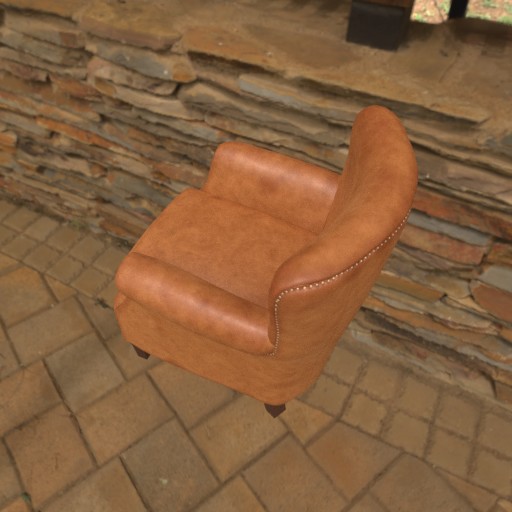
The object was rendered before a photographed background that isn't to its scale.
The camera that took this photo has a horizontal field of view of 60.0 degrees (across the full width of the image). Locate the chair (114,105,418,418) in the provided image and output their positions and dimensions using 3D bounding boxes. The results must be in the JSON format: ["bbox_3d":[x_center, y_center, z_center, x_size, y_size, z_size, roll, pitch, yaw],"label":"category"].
[{"bbox_3d":[0.000,0.000,1.622,0.921,0.936,0.861,18,50,15],"label":"chair"}]
